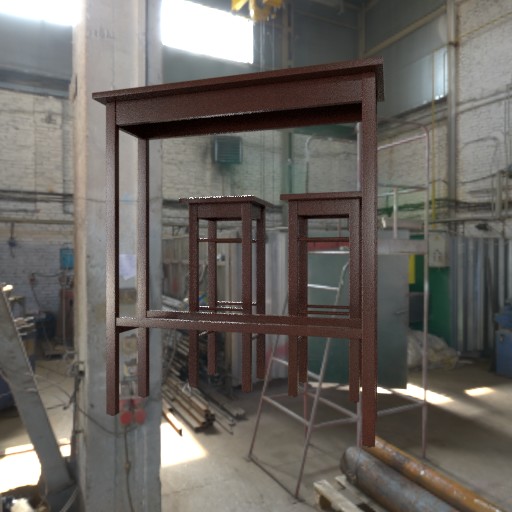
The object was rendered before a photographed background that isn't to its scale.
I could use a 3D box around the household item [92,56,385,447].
[{"bbox_3d":[0.000,0.000,1.638,0.914,1.067,0.676,0,0,17],"label":"household item"}]
